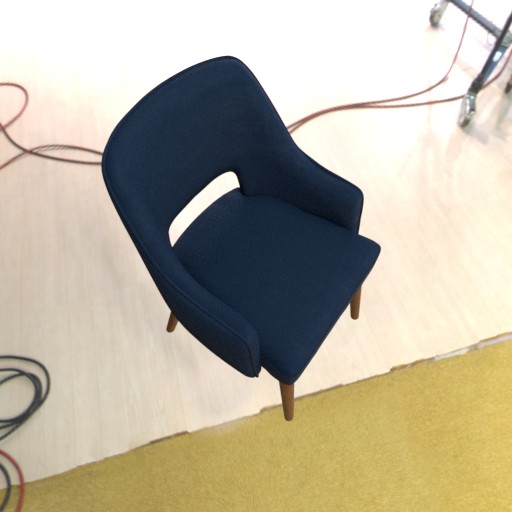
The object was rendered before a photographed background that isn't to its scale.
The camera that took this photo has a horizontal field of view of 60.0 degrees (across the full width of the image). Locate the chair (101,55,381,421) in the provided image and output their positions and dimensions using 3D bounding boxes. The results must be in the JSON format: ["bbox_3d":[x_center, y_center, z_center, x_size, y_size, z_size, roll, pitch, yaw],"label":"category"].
[{"bbox_3d":[0.000,0.000,1.224,0.591,0.844,0.559,31,63,18],"label":"chair"}]
